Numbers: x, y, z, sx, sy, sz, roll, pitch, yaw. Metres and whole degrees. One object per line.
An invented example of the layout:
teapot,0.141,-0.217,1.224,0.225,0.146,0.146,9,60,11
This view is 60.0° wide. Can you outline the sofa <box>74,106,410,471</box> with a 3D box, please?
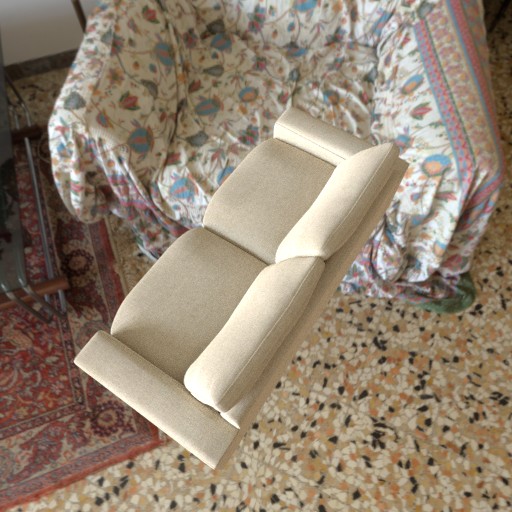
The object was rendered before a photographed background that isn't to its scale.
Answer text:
sofa,0.000,0.000,2.853,1.040,0.922,2.299,31,67,14
